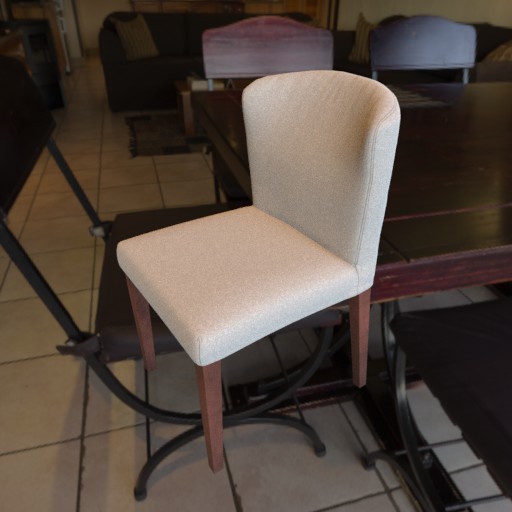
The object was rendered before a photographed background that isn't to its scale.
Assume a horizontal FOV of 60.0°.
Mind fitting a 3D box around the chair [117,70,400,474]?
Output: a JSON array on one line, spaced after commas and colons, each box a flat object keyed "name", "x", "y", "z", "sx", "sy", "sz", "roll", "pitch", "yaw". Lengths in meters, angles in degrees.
[{"name": "chair", "x": 0.000, "y": 0.000, "z": 1.147, "sx": 0.592, "sy": 0.839, "sz": 0.491, "roll": -19, "pitch": 36, "yaw": -29}]
